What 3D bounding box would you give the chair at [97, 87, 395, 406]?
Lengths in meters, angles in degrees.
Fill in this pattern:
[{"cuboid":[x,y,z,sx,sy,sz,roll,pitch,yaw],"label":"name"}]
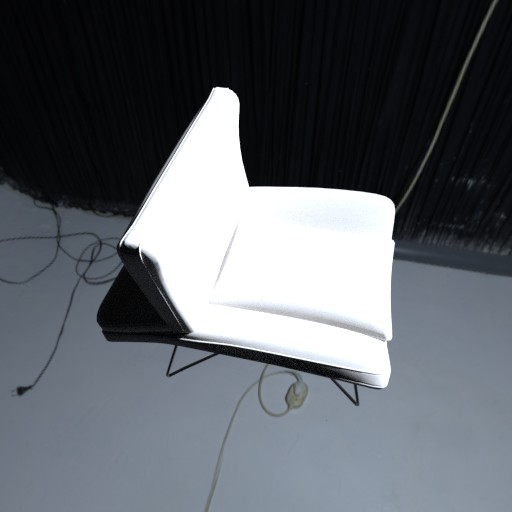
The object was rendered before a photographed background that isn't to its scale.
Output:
[{"cuboid":[0.000,0.000,1.635,1.008,0.855,0.859,10,48,9],"label":"chair"}]
